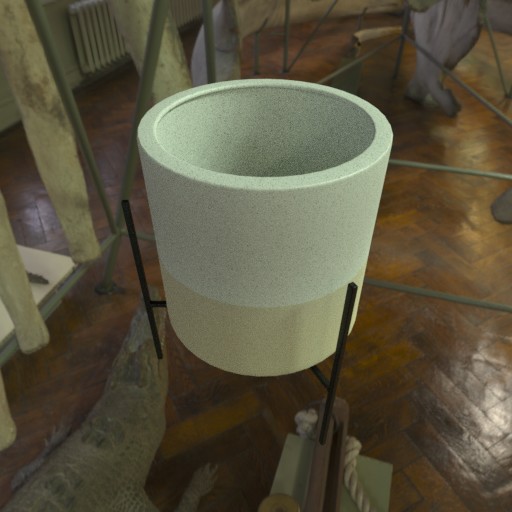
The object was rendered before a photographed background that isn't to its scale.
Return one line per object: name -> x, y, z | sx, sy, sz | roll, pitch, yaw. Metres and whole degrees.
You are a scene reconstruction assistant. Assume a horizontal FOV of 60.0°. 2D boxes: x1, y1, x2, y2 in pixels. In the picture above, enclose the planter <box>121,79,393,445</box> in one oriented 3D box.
planter -> 0.000, 0.000, 0.545 | 0.263, 0.362, 0.267 | 12, 42, 13
